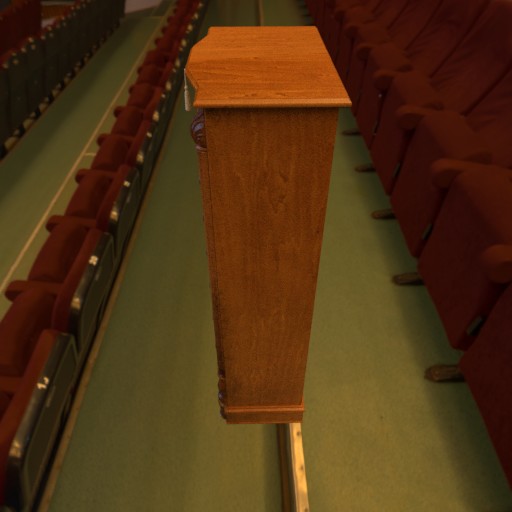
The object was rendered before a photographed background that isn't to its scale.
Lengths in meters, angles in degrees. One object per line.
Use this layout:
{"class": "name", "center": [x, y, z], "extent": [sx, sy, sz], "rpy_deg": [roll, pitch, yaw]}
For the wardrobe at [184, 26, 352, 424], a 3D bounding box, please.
{"class": "wardrobe", "center": [0.000, 0.000, 1.115], "extent": [0.273, 0.959, 0.406], "rpy_deg": [-1, 41, -1]}
